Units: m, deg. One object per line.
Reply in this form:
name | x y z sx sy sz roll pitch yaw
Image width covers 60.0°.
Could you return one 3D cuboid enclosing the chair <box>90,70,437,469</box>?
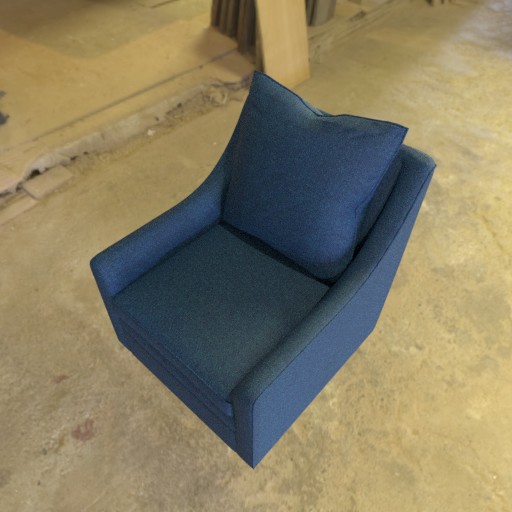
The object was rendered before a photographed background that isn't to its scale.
chair | 0.000 0.000 1.553 0.750 0.939 0.870 33 55 28
